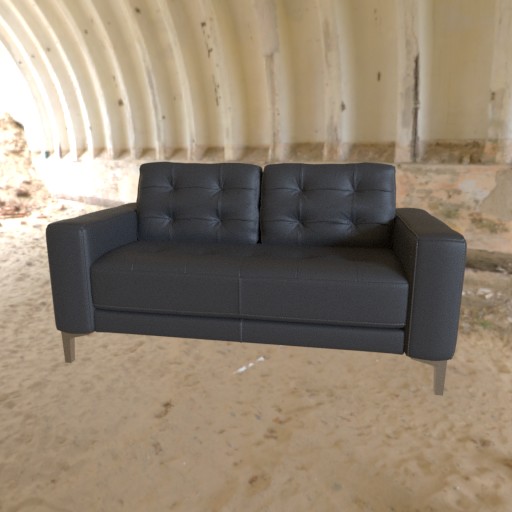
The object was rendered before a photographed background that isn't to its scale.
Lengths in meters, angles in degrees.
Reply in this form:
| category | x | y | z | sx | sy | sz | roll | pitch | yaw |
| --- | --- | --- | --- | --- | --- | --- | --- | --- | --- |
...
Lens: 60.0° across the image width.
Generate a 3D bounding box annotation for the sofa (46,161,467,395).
| category | x | y | z | sx | sy | sz | roll | pitch | yaw |
| --- | --- | --- | --- | --- | --- | --- | --- | --- | --- |
| sofa | 0.000 | 0.000 | 2.165 | 1.726 | 0.893 | 0.833 | 2 | 13 | 10 |
